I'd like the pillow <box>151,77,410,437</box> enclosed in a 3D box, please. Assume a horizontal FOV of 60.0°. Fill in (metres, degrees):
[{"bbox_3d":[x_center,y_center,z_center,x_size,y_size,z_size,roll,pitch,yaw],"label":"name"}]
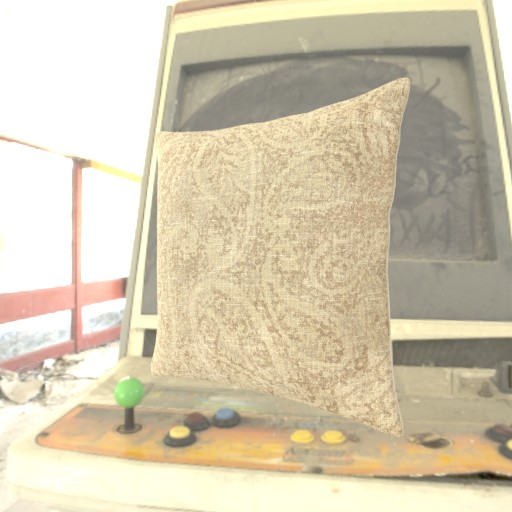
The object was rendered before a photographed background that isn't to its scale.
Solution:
[{"bbox_3d":[0.000,0.000,0.776,0.523,0.510,0.166,1,1,35],"label":"pillow"}]
